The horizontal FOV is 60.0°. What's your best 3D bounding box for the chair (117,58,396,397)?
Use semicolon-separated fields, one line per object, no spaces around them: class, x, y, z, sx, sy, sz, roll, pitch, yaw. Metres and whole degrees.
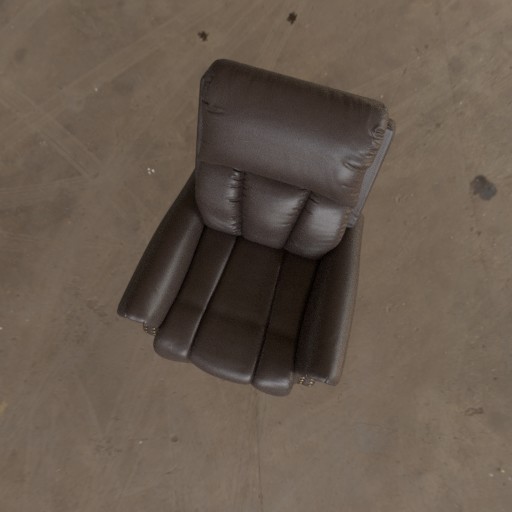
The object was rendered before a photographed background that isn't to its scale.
chair;0.000;0.000;1.737;0.869;1.028;0.978;17;76;4
